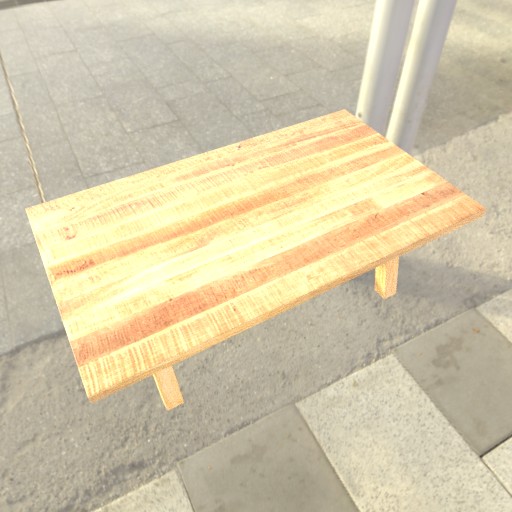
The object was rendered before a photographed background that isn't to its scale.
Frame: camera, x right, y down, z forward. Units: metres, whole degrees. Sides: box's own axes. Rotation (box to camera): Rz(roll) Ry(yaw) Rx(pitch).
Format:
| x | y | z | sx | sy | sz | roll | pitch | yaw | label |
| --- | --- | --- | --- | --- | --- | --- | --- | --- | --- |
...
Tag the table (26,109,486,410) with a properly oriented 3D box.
| x | y | z | sx | sy | sz | roll | pitch | yaw | label |
| --- | --- | --- | --- | --- | --- | --- | --- | --- | --- |
| 0.000 | 0.000 | 1.628 | 1.320 | 0.455 | 0.760 | -23 | 51 | -20 | table |
